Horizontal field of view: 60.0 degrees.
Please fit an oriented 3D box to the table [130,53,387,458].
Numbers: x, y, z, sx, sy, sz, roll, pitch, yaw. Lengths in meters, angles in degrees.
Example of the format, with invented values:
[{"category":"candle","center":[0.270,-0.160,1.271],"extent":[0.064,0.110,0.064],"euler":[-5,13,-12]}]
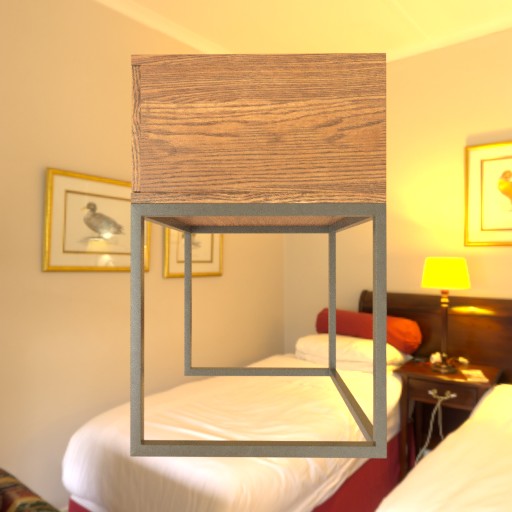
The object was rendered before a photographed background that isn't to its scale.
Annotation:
[{"category":"table","center":[0.000,0.000,0.909],"extent":[0.400,0.610,0.482],"euler":[0,0,1]}]
